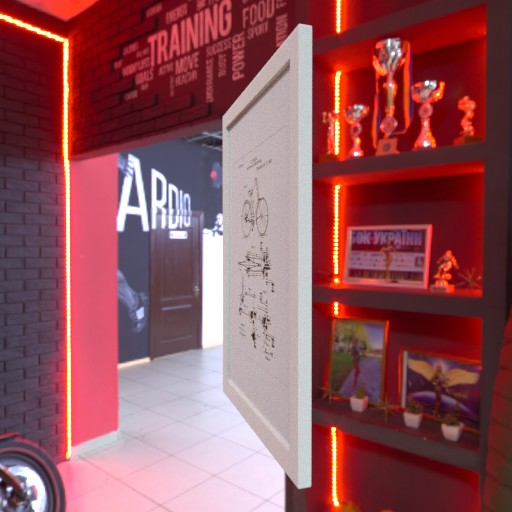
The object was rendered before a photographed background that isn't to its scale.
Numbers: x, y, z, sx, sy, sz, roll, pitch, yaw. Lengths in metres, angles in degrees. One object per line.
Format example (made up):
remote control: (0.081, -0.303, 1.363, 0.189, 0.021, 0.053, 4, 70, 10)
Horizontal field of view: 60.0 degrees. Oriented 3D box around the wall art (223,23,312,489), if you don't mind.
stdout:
wall art: (0.000, 0.000, 0.614, 0.015, 0.477, 0.332, 0, 1, -18)
